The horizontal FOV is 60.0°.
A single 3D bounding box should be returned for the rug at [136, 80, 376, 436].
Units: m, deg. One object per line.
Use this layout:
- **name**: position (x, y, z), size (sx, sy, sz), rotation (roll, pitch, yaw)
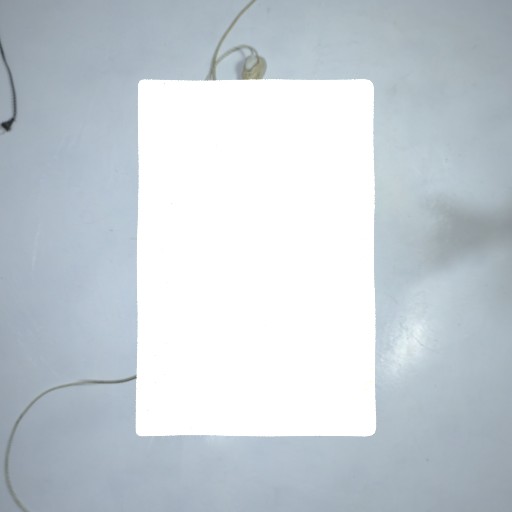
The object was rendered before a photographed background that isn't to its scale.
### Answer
- **rug**: position (0.000, 0.000, 3.364), size (1.798, 0.025, 2.698), rotation (0, 88, 0)
